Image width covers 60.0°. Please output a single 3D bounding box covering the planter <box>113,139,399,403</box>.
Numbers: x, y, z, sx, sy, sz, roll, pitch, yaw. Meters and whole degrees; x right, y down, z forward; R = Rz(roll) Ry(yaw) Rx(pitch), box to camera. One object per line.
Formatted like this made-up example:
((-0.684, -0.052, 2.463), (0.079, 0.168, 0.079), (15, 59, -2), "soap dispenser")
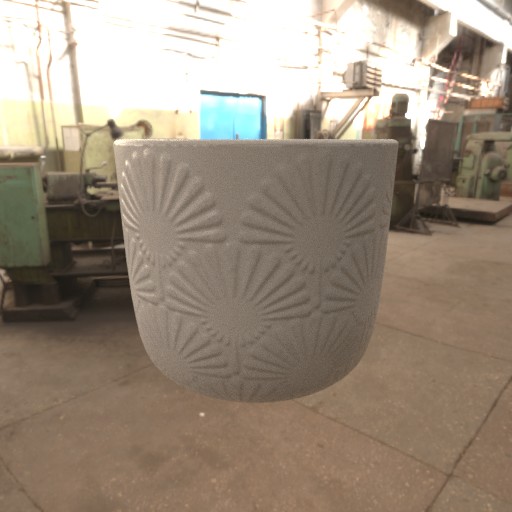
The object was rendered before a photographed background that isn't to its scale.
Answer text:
((0.000, 0.000, 0.215), (0.124, 0.109, 0.124), (0, 15, 0), "planter")
